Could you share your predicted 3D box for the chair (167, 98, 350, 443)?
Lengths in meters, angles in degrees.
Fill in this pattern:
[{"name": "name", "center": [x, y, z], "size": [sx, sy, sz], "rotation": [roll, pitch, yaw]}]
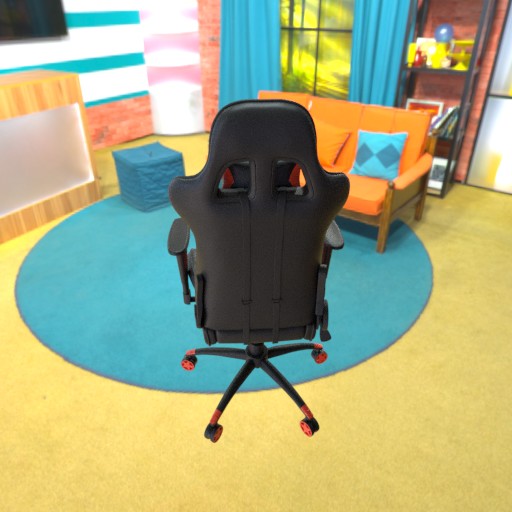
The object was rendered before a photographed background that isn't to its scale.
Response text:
[{"name": "chair", "center": [0.000, 0.000, 1.731], "size": [0.695, 1.282, 0.730], "rotation": [-2, 31, -4]}]
